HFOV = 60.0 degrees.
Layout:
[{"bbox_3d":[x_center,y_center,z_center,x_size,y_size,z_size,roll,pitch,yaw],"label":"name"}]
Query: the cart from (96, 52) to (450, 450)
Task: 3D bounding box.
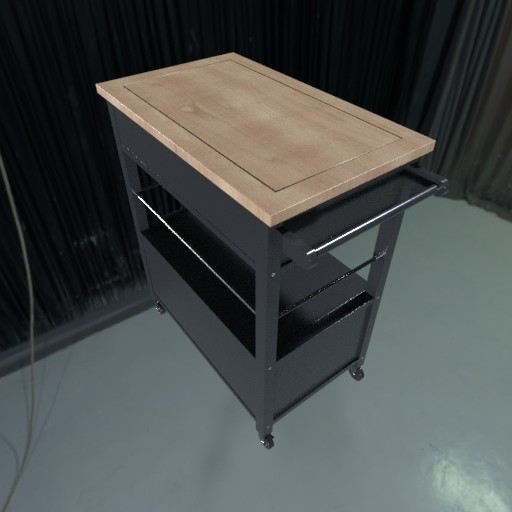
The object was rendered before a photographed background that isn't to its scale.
[{"bbox_3d":[0.000,0.000,1.355,0.459,0.901,0.840,-27,48,-27],"label":"cart"}]
